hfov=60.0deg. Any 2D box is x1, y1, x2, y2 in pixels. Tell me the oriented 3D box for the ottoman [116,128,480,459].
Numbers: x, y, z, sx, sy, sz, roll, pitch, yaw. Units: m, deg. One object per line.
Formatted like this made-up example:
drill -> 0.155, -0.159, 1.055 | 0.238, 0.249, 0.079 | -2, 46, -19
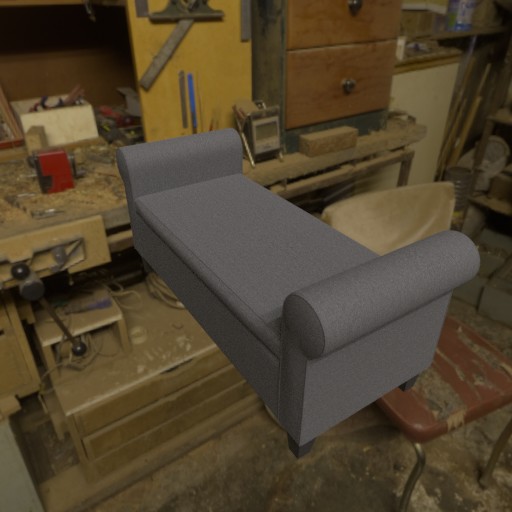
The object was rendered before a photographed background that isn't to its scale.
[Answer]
ottoman -> 0.000, 0.000, 1.534 | 0.521, 0.547, 1.256 | -19, 36, -28
